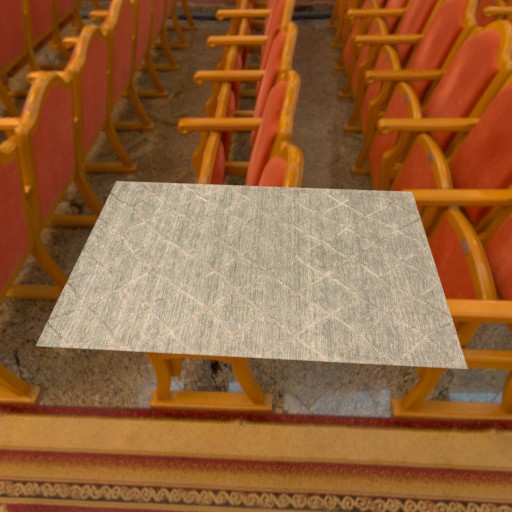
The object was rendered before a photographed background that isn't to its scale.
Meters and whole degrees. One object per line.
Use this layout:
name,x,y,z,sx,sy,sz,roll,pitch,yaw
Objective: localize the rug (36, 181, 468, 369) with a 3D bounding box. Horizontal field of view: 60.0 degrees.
rug,0.000,0.000,2.876,2.283,0.006,1.521,2,45,2
